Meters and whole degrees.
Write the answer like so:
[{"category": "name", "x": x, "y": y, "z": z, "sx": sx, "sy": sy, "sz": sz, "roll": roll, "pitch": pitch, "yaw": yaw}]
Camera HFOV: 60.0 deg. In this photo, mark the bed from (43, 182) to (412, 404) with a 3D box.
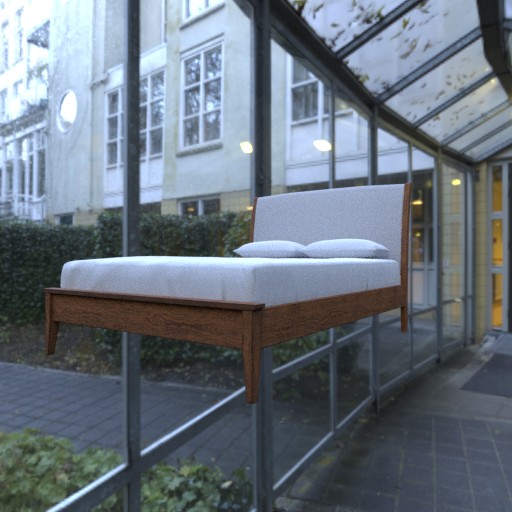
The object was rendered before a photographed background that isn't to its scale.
[{"category": "bed", "x": 0.000, "y": 0.000, "z": 2.972, "sx": 1.502, "sy": 1.135, "sz": 2.108, "roll": 0, "pitch": 0, "yaw": 36}]
